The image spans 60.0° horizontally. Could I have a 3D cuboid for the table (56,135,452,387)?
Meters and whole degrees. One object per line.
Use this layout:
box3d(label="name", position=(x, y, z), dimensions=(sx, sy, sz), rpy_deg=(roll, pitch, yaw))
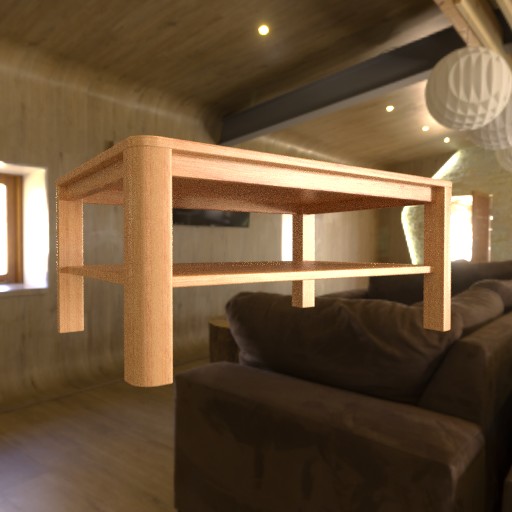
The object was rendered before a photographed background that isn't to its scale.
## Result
box3d(label="table", position=(0.000, 0.000, 1.335), dimensions=(0.997, 0.445, 0.696), rpy_deg=(-1, 1, -35))
